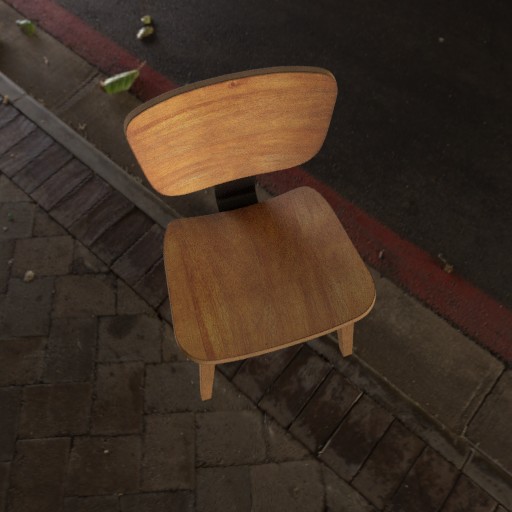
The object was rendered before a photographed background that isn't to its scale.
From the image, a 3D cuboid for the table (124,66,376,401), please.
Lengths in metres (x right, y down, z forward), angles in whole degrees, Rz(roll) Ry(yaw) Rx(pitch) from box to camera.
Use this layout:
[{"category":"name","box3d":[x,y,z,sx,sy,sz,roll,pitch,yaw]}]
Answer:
[{"category":"table","box3d":[0.000,0.000,1.138,0.499,0.805,0.500,-15,66,-7]}]
